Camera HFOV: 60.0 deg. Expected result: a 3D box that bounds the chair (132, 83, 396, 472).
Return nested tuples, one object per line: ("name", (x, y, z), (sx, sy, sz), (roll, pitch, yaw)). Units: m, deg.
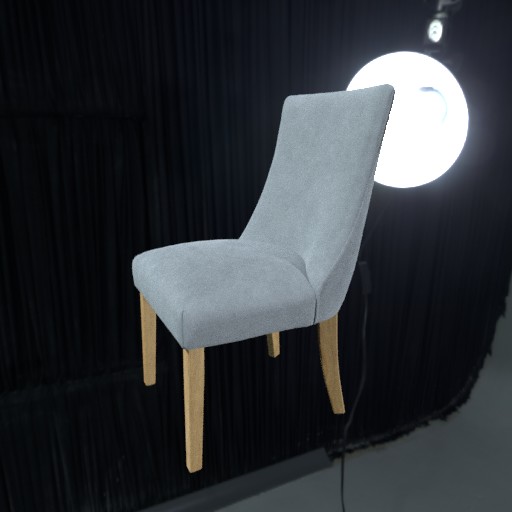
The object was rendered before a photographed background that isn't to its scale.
("chair", (0.000, 0.000, 1.255), (0.610, 0.902, 0.495), (-8, 18, -26))
